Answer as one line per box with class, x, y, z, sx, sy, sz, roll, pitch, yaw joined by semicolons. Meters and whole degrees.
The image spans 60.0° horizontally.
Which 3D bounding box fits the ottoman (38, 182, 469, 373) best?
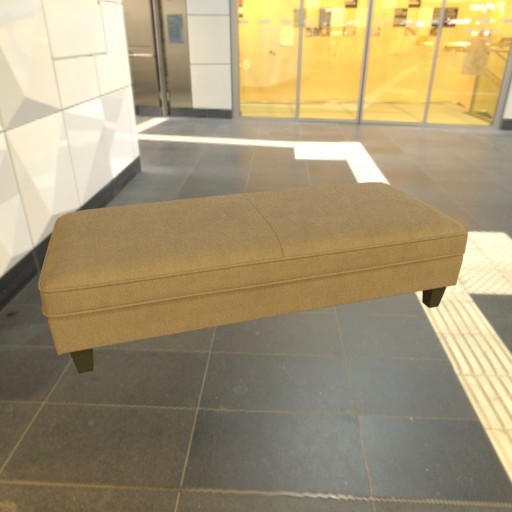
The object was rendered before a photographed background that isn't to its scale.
ottoman;0.000;0.000;2.080;1.764;0.470;0.751;-8;28;-15
